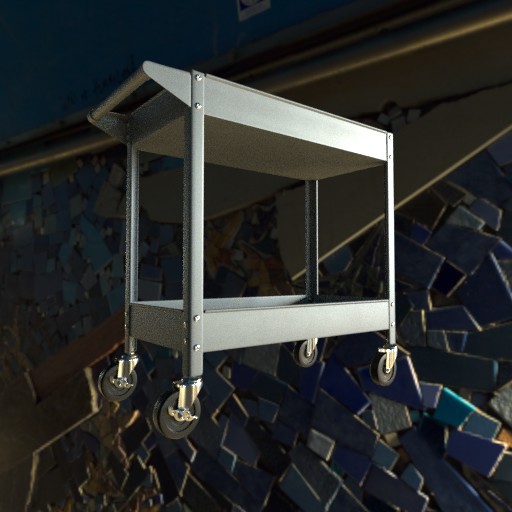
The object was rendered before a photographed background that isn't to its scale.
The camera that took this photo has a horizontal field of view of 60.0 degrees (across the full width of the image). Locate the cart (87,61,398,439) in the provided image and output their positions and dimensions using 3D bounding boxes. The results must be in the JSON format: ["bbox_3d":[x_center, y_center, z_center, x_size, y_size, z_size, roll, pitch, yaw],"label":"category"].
[{"bbox_3d":[0.000,0.000,1.170,0.779,0.719,0.366,2,-3,-38],"label":"cart"}]
